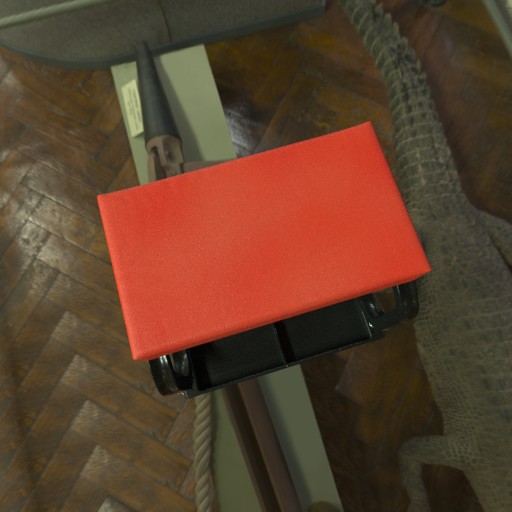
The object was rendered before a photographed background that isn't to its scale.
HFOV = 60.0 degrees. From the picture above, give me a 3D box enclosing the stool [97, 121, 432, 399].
[{"bbox_3d":[0.000,0.000,0.728,0.446,0.380,0.371,-16,76,-4],"label":"stool"}]
